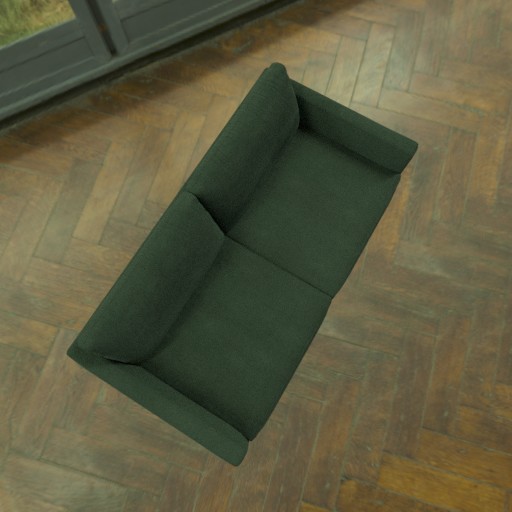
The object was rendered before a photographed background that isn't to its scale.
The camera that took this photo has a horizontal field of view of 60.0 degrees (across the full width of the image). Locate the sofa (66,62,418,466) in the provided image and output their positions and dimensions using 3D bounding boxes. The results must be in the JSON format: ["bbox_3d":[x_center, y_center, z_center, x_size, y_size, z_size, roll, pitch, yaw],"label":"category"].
[{"bbox_3d":[0.000,0.000,2.169,0.875,0.817,1.676,30,77,8],"label":"sofa"}]
